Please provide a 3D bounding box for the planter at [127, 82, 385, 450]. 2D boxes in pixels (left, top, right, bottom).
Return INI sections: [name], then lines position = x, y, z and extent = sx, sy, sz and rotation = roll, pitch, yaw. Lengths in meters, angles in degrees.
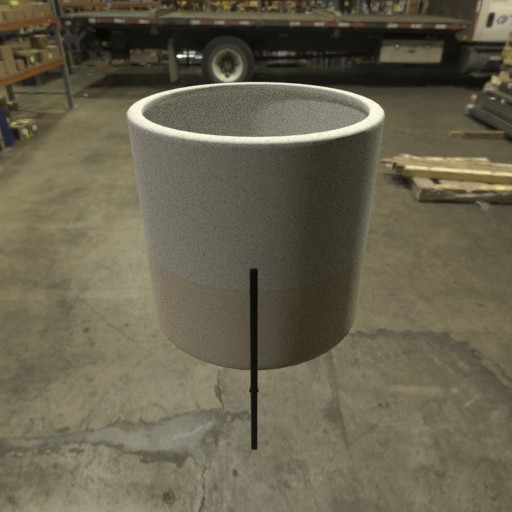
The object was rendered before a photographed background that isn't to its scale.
[planter]
position = 0.000, 0.000, 0.644
extent = 0.313, 0.423, 0.335
rotation = 0, 31, 0
